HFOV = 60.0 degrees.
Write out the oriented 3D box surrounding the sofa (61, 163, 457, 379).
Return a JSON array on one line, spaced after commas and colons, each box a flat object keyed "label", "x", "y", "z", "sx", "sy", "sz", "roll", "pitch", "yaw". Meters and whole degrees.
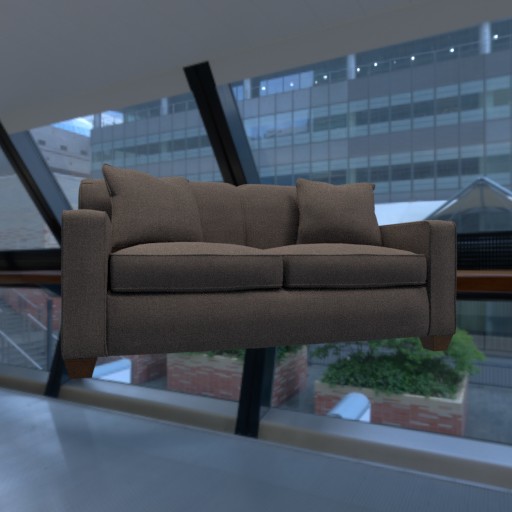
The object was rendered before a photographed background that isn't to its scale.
[{"label": "sofa", "x": 0.000, "y": 0.000, "z": 2.385, "sx": 1.846, "sy": 0.958, "sz": 1.000, "roll": 0, "pitch": 0, "yaw": -17}]
